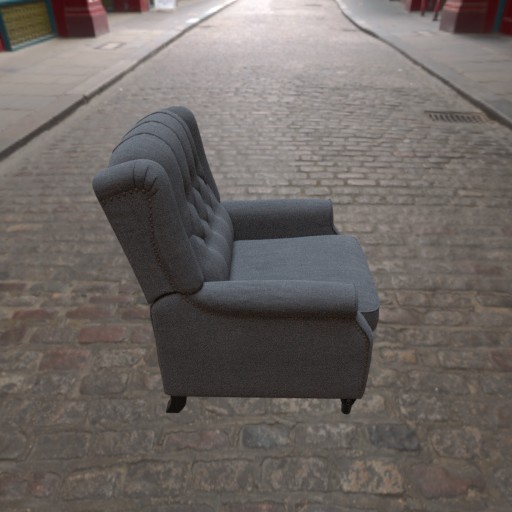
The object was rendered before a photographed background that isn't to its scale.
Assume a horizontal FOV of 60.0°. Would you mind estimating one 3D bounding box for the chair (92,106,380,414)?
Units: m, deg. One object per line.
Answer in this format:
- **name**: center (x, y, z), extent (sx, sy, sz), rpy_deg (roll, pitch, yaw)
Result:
- **chair**: center (0.000, 0.000, 1.709), extent (0.898, 1.035, 0.742), rpy_deg (1, 32, 1)
